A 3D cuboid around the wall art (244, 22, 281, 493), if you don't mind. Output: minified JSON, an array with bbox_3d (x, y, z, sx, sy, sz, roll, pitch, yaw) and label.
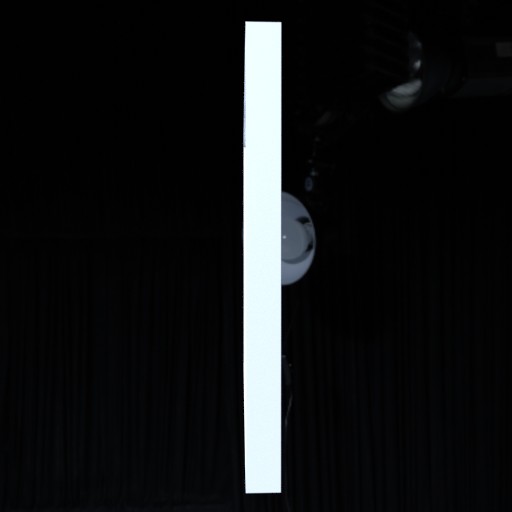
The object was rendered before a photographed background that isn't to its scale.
[{"bbox_3d":[0.000,0.000,0.729,0.038,0.506,0.506,0,1,-2],"label":"wall art"}]
